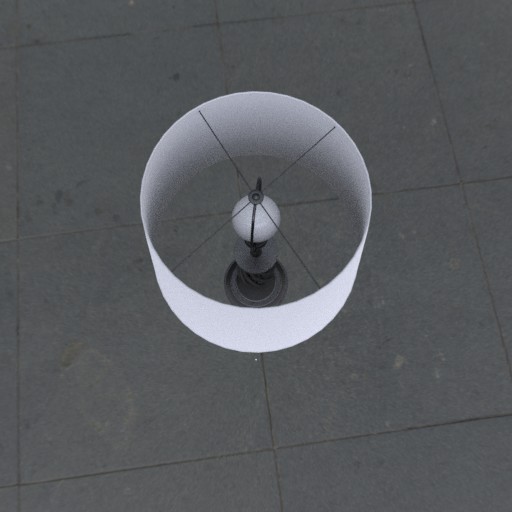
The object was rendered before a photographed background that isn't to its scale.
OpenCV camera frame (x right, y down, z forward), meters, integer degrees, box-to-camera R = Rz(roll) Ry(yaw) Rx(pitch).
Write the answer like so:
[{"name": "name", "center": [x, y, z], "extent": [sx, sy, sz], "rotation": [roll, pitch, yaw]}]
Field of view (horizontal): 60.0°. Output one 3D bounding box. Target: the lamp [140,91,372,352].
[{"name": "lamp", "center": [0.000, 0.000, 0.772], "extent": [0.331, 0.594, 0.331], "rotation": [0, 77, 0]}]
